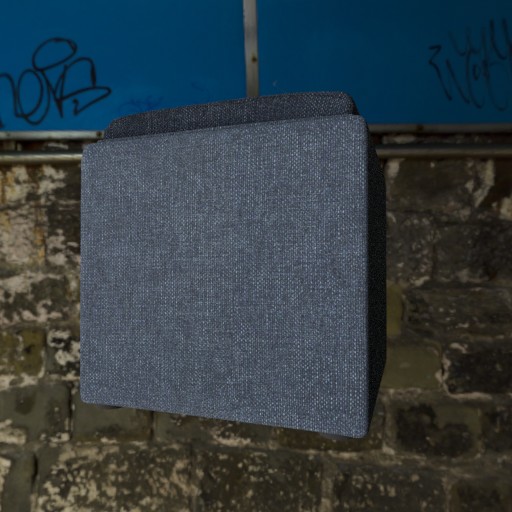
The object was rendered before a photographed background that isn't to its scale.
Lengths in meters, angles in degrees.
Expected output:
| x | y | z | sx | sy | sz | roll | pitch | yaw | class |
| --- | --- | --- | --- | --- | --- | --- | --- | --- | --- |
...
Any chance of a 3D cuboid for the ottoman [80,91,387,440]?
| x | y | z | sx | sy | sz | roll | pitch | yaw | class |
| --- | --- | --- | --- | --- | --- | --- | --- | --- | --- |
| 0.000 | 0.000 | 0.840 | 0.454 | 0.493 | 0.436 | 0 | -1 | 19 | ottoman |
